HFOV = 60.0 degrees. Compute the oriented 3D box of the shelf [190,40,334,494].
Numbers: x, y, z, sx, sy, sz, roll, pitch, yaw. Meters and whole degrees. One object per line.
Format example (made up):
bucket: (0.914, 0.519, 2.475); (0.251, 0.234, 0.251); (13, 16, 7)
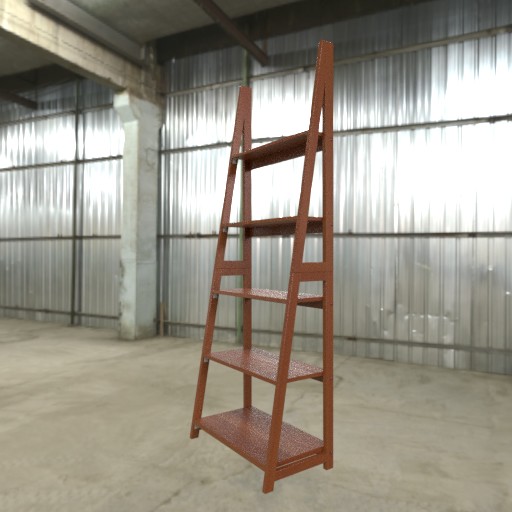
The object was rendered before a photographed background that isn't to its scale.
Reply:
shelf: (0.000, 0.000, 2.013); (0.356, 1.780, 0.630); (0, 0, -35)
